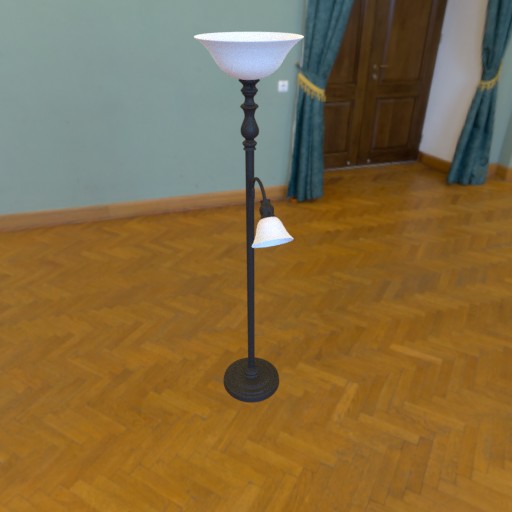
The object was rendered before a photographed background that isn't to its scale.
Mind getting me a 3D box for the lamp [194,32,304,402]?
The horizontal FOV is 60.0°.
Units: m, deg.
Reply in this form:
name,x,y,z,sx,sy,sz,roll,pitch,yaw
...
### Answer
name,x,y,z,sx,sy,sz,roll,pitch,yaw
lamp,0.000,0.000,2.026,0.405,1.793,0.588,-9,32,-14
